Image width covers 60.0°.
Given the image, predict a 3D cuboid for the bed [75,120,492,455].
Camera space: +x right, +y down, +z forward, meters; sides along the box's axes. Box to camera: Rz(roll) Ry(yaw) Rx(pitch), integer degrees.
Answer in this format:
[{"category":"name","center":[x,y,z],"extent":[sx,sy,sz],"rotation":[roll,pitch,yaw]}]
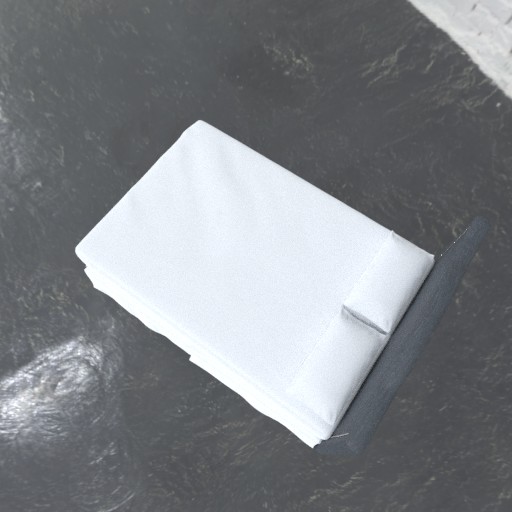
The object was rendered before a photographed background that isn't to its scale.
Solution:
[{"category":"bed","center":[0.000,0.000,3.409],"extent":[2.507,1.441,1.747],"rotation":[33,71,13]}]
